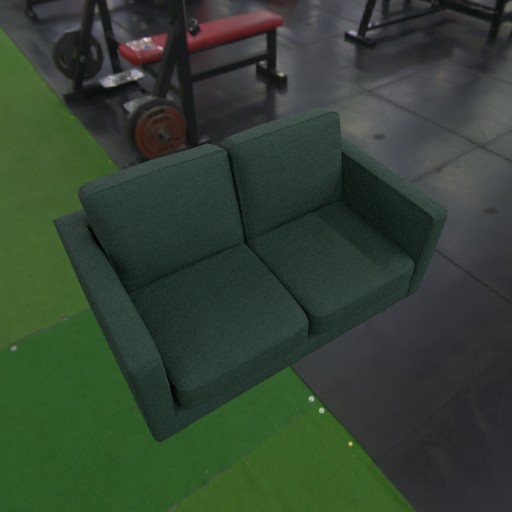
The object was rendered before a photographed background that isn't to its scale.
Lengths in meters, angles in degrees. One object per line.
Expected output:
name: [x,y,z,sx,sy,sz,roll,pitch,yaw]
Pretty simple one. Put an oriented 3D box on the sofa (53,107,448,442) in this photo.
sofa: [0.000,0.000,1.998,1.430,0.899,0.879,-25,51,-22]
